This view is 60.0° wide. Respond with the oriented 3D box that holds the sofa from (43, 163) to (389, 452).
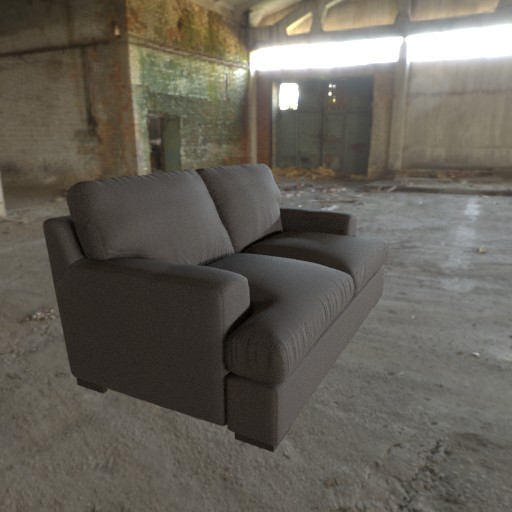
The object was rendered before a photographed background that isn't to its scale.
[{"bbox_3d":[0.000,0.000,2.480,1.143,0.940,1.880,7,17,26],"label":"sofa"}]
